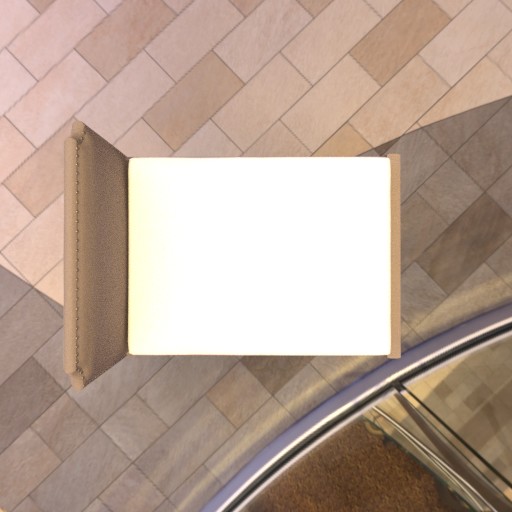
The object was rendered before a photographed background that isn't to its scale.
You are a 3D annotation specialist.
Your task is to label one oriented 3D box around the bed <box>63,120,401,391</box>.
[{"bbox_3d":[0.000,0.000,3.381,2.372,1.443,1.713,0,90,1],"label":"bed"}]
